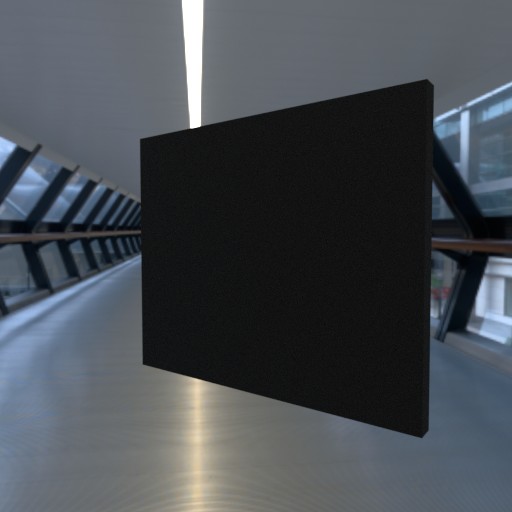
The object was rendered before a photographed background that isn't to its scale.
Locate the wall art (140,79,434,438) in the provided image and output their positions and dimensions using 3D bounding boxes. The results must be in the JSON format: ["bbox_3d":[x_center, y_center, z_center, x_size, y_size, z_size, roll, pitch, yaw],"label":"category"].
[{"bbox_3d":[0.000,0.000,0.742,0.558,0.457,0.031,2,3,37],"label":"wall art"}]
